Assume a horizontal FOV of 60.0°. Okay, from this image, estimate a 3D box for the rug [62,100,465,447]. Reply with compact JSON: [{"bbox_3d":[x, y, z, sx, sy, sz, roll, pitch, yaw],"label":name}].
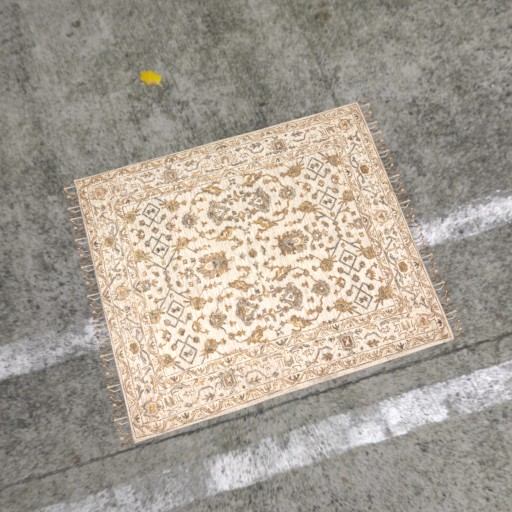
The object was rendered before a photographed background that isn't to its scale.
[{"bbox_3d":[0.000,0.000,3.979,3.061,0.034,2.426,-17,76,-4],"label":"rug"}]
